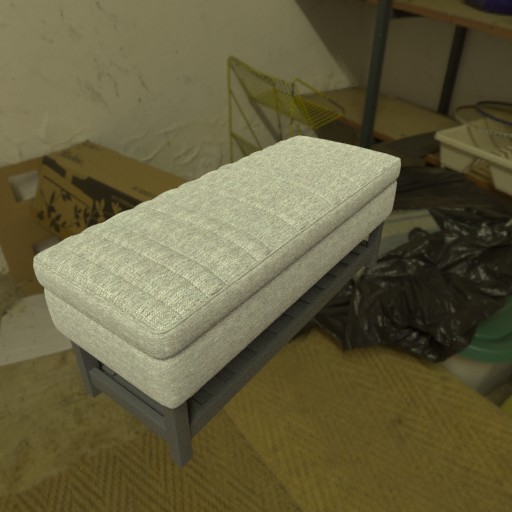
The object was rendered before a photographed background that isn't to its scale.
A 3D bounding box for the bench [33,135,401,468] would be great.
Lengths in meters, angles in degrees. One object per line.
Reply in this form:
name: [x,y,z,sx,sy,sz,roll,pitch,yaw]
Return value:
bench: [0.000,0.000,1.318,0.429,0.470,1.100,22,39,31]
